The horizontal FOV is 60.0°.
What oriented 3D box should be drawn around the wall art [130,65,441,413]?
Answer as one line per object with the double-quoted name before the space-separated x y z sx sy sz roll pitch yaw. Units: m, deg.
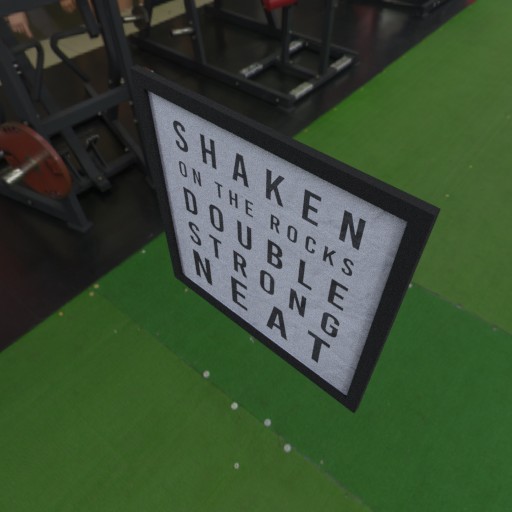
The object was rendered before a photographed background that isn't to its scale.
"wall art" 0.000 0.000 0.688 0.456 0.458 0.013 33 56 26
